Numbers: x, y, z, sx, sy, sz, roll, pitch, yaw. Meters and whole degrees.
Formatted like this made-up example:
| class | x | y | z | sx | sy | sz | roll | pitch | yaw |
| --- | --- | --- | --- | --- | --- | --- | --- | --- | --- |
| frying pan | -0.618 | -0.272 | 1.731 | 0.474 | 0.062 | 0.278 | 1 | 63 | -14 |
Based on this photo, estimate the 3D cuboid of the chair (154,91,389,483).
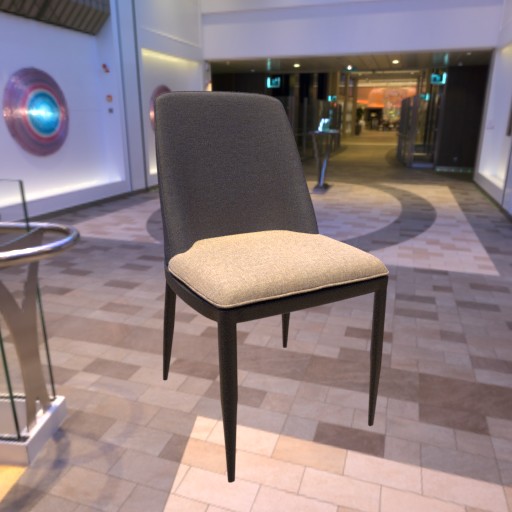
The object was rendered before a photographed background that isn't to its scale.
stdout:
| class | x | y | z | sx | sy | sz | roll | pitch | yaw |
| --- | --- | --- | --- | --- | --- | --- | --- | --- | --- |
| chair | 0.000 | 0.000 | 1.168 | 0.480 | 0.839 | 0.551 | -9 | 19 | -27 |
